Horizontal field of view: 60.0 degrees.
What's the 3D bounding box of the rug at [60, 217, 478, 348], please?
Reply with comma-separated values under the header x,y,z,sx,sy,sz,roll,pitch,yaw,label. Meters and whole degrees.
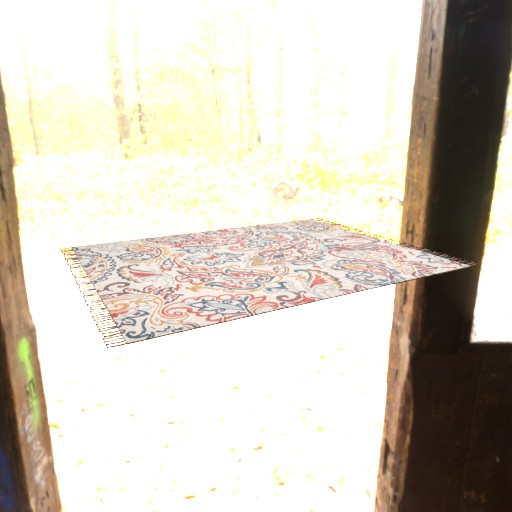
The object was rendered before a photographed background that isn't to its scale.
x,y,z,sx,sy,sz,roll,pitch,yaw,label
0.000,0.000,4.290,3.274,0.015,2.439,-9,19,-28,rug
